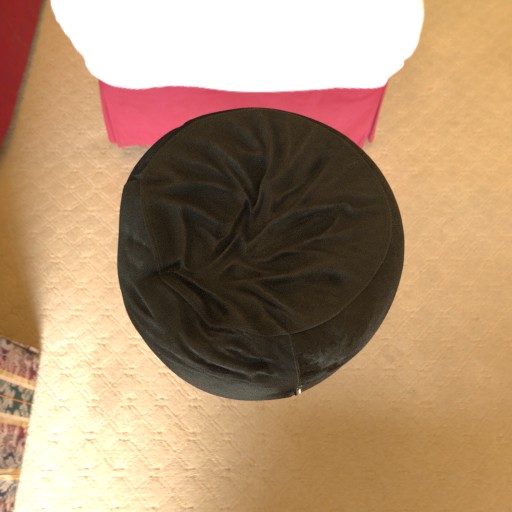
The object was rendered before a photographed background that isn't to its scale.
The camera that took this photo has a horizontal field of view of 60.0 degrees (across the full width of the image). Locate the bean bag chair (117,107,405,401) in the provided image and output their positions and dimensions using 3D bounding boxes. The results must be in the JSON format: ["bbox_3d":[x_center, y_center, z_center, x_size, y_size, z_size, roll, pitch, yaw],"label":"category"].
[{"bbox_3d":[0.000,0.000,1.508,0.918,0.605,0.918,0,65,0],"label":"bean bag chair"}]
